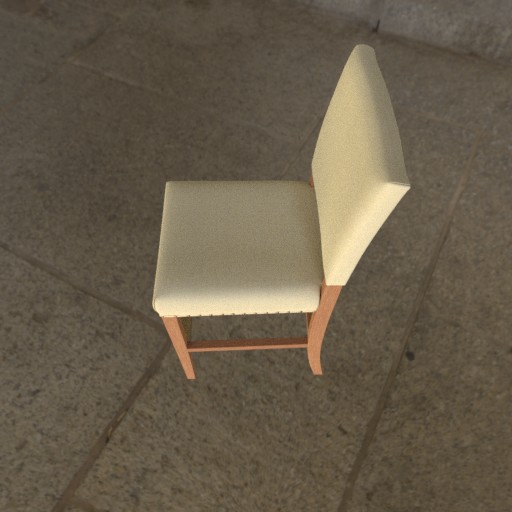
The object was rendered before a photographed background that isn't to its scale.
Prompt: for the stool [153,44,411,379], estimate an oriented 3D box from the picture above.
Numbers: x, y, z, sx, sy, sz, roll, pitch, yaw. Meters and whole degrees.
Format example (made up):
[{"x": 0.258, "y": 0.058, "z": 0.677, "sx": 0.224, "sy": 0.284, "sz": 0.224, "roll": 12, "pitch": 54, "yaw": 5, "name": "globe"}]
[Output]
[{"x": 0.000, "y": 0.000, "z": 1.413, "sx": 0.584, "sy": 1.168, "sz": 0.445, "roll": -1, "pitch": 58, "yaw": -1, "name": "stool"}]
